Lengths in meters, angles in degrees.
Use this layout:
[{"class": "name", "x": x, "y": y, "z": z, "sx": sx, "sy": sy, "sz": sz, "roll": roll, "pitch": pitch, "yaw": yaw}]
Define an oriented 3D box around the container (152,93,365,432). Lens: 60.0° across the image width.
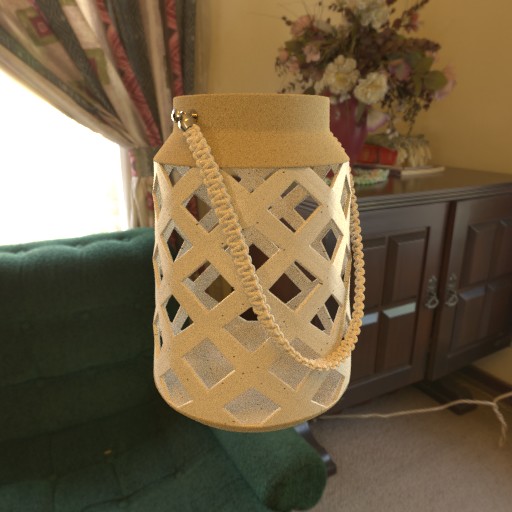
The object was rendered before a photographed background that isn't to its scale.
[{"class": "container", "x": 0.000, "y": 0.000, "z": 0.341, "sx": 0.172, "sy": 0.229, "sz": 0.163, "roll": 16, "pitch": 23, "yaw": 43}]
